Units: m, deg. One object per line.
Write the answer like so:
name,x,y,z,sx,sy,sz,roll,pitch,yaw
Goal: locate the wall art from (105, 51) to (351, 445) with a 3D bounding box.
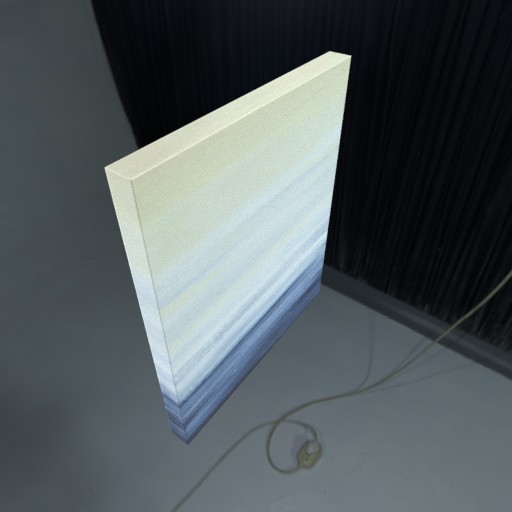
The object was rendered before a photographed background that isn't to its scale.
wall art,0.000,0.000,0.710,0.037,0.511,0.435,26,47,26
